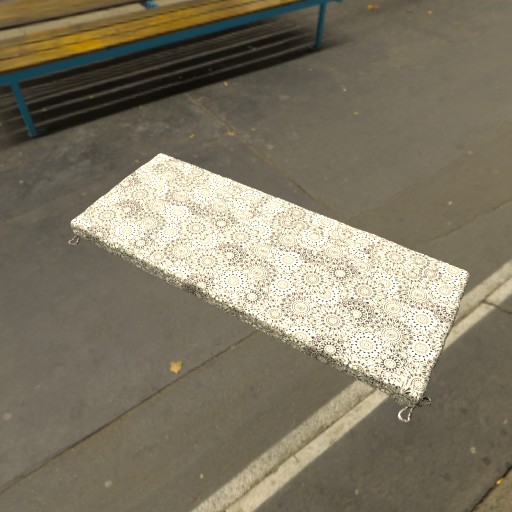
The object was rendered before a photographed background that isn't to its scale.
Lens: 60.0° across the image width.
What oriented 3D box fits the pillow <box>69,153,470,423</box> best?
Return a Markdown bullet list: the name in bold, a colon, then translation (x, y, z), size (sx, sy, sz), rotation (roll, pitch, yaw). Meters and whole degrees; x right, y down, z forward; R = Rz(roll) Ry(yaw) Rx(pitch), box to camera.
- **pillow**: translation (0.000, 0.000, 1.345), size (1.187, 0.081, 0.492), rotation (24, 52, 21)
